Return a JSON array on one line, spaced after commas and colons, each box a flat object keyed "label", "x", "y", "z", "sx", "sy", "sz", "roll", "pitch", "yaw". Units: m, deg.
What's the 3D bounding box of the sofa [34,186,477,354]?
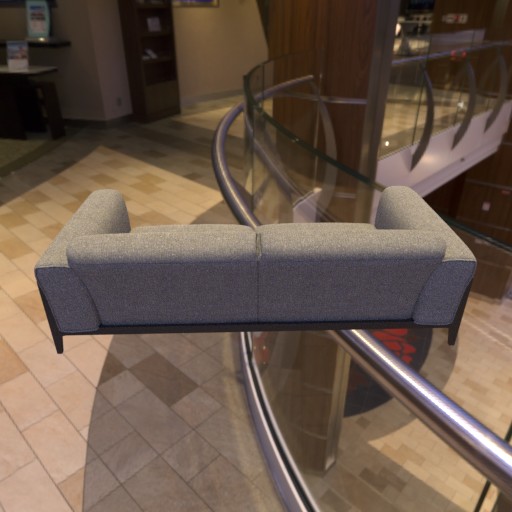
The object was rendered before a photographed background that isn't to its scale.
[{"label": "sofa", "x": 0.000, "y": 0.000, "z": 2.553, "sx": 2.125, "sy": 0.703, "sz": 0.985, "roll": -1, "pitch": 30, "yaw": -2}]
